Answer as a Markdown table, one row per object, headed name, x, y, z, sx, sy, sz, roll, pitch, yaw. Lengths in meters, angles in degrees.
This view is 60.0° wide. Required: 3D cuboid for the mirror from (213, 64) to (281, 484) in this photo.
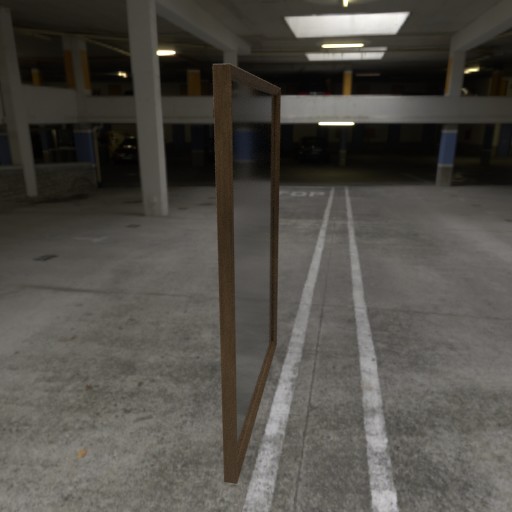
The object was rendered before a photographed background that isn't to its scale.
| name | x | y | z | sx | sy | sz | roll | pitch | yaw |
| --- | --- | --- | --- | --- | --- | --- | --- | --- | --- |
| mirror | 0.000 | 0.000 | 1.371 | 0.041 | 1.016 | 0.762 | 3 | 18 | 10 |
